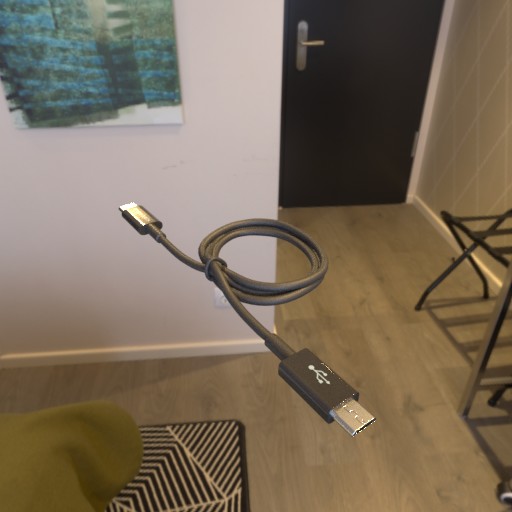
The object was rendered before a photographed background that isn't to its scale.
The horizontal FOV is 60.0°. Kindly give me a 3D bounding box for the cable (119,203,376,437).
[{"bbox_3d":[0.000,0.000,0.214,0.070,0.014,0.192,-21,37,-30],"label":"cable"}]
